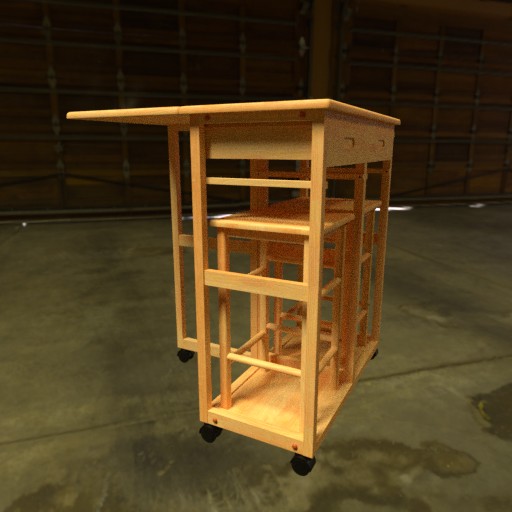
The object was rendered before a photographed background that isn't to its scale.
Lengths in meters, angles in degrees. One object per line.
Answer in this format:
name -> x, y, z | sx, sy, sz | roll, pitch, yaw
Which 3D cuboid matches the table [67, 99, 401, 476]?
table -> 0.000, 0.000, 1.383 | 0.693, 0.832, 0.752 | 7, 15, 27
